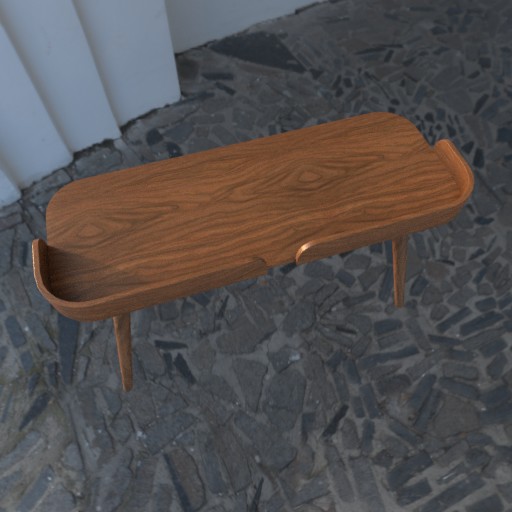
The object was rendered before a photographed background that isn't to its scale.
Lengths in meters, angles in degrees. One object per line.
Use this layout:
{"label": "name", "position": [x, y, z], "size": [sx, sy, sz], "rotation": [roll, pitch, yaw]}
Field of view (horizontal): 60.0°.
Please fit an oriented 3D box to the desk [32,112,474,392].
{"label": "desk", "position": [0.000, 0.000, 1.625], "size": [1.256, 0.800, 0.486], "rotation": [-15, 60, -9]}
